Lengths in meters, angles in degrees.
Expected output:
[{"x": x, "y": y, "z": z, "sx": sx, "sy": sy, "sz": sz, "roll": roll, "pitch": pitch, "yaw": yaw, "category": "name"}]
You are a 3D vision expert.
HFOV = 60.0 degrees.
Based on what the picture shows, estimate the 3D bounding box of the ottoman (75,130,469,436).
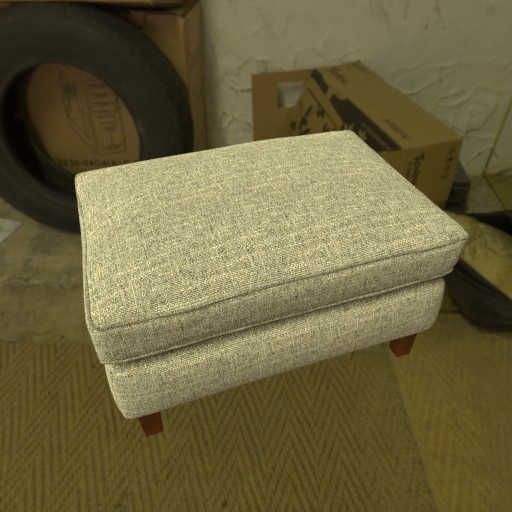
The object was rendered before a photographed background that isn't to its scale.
[{"x": 0.000, "y": 0.000, "z": 0.973, "sx": 0.686, "sy": 0.406, "sz": 0.508, "roll": -13, "pitch": 43, "yaw": -14, "category": "ottoman"}]
